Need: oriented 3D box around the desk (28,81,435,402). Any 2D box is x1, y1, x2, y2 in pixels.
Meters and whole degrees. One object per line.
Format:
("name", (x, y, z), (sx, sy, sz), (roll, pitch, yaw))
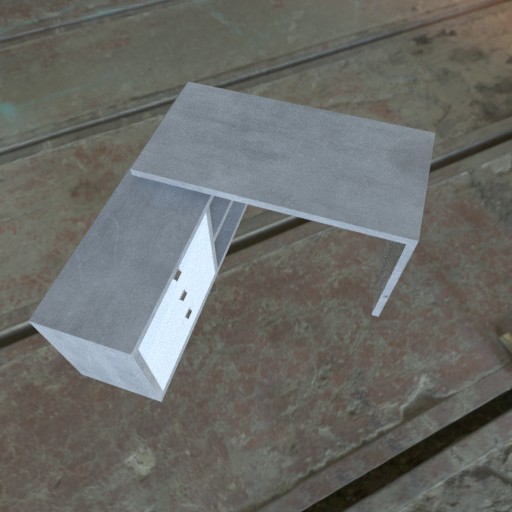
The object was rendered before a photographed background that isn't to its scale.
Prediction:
("desk", (0.000, 0.000, 2.260), (1.400, 0.740, 1.500), (15, 58, 10))
